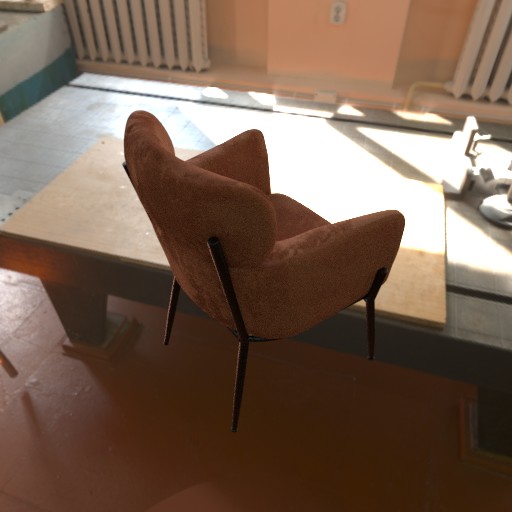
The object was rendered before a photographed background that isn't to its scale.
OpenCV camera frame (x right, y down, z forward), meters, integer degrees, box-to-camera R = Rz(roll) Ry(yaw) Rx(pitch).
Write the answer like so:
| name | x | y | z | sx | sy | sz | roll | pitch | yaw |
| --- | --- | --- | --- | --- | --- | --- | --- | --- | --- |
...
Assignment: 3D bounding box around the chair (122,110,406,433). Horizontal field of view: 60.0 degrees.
| name | x | y | z | sx | sy | sz | roll | pitch | yaw |
| --- | --- | --- | --- | --- | --- | --- | --- | --- | --- |
| chair | 0.000 | 0.000 | 1.153 | 0.523 | 0.772 | 0.561 | -28 | 49 | -27 |
